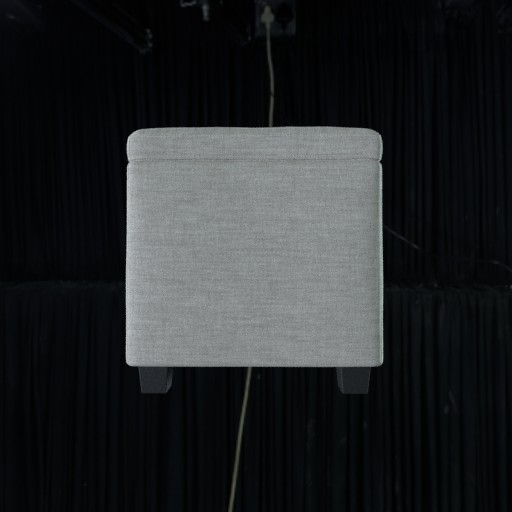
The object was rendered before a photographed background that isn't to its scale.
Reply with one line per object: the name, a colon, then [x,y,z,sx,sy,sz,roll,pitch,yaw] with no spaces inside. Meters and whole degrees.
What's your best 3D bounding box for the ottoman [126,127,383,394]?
ottoman: [0.000,0.000,1.117,0.419,0.432,0.902,0,0,0]
